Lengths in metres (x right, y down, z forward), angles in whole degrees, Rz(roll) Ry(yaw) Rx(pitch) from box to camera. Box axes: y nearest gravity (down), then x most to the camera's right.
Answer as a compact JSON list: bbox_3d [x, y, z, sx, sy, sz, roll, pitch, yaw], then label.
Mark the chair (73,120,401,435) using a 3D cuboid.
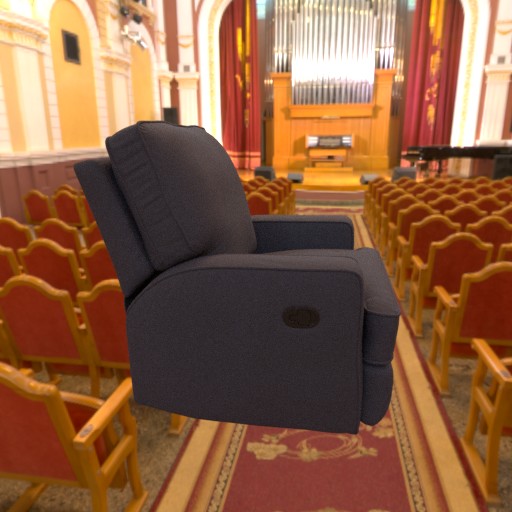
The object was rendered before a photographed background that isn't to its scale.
[{"bbox_3d":[0.000,0.000,1.656,0.964,0.962,0.861,3,16,9],"label":"chair"}]
